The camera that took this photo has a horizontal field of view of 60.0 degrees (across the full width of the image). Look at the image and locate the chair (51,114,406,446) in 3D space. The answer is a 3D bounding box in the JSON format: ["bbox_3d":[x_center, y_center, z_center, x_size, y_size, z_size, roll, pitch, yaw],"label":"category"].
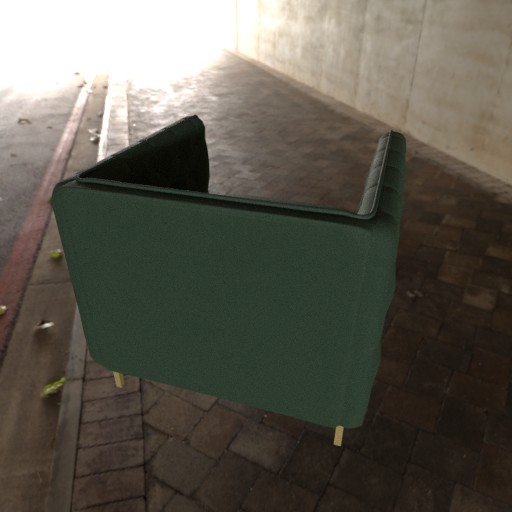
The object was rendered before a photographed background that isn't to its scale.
[{"bbox_3d":[0.000,0.000,1.550,0.917,0.768,0.855,9,32,15],"label":"chair"}]
